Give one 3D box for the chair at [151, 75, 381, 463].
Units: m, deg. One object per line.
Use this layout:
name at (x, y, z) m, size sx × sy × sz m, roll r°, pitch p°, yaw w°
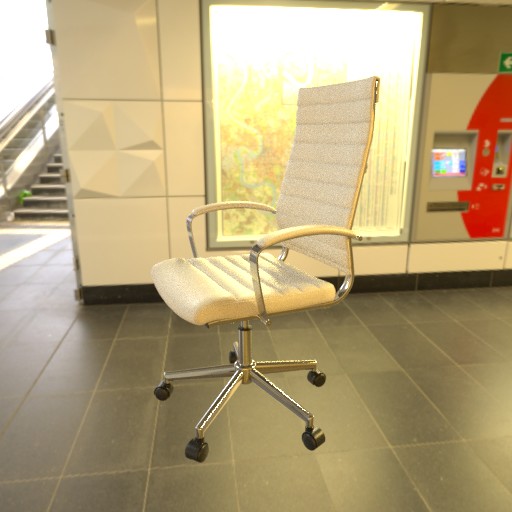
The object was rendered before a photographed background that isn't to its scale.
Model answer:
chair at (0.000, 0.000, 1.528) m, size 0.679 × 1.149 × 0.679 m, roll -8°, pitch 17°, yaw -26°
